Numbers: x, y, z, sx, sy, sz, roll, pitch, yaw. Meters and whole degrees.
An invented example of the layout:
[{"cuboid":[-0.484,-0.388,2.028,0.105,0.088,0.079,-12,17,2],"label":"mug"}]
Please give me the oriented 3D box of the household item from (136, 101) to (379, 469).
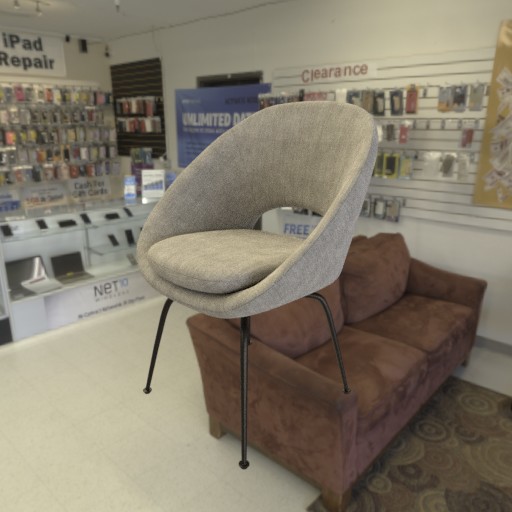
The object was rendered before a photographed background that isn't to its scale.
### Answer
[{"cuboid":[0.000,0.000,1.293,0.587,0.869,0.643,-16,23,-42],"label":"household item"}]
